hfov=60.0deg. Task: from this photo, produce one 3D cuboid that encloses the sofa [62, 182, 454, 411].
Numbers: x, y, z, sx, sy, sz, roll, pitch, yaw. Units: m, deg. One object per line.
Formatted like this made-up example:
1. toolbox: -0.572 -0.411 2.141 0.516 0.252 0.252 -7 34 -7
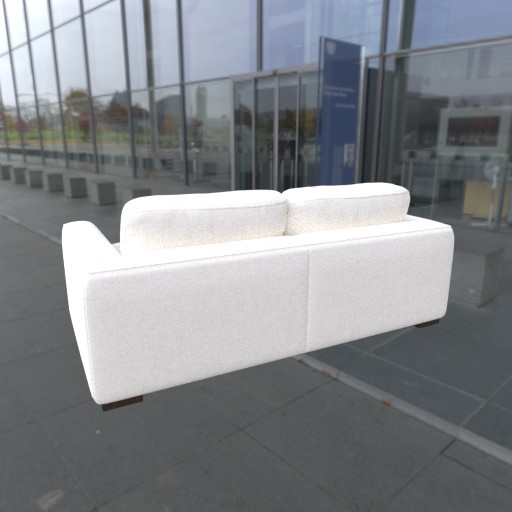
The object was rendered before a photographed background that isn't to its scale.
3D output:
1. sofa: 0.000 0.000 2.456 1.920 0.801 1.069 -8 17 -26
